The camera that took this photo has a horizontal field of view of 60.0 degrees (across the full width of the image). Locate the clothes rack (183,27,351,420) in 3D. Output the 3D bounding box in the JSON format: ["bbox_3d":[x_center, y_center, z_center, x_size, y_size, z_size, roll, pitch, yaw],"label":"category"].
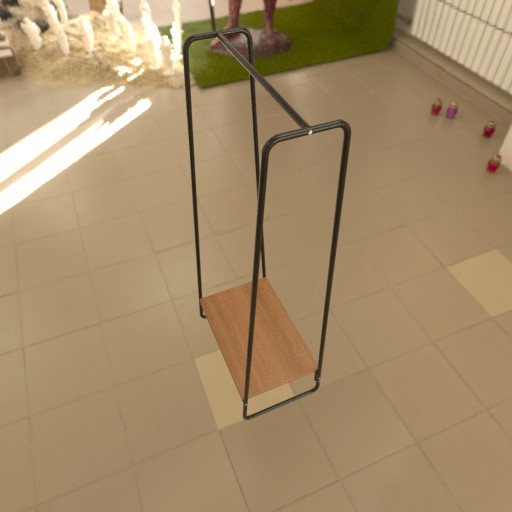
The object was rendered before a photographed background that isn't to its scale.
[{"bbox_3d":[0.000,0.000,1.771,0.400,1.500,0.640,-18,50,-16],"label":"clothes rack"}]
